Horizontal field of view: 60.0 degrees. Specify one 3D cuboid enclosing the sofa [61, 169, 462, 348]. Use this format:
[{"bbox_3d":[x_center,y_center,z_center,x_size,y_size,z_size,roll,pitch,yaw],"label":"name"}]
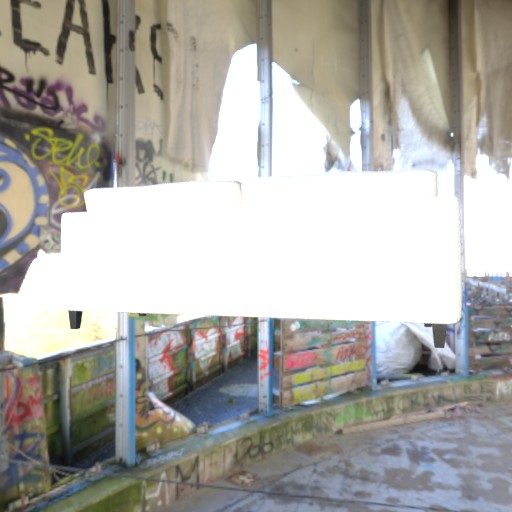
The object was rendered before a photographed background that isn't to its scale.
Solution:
[{"bbox_3d":[0.000,0.000,2.989,2.434,0.965,0.948,0,-1,17],"label":"sofa"}]
